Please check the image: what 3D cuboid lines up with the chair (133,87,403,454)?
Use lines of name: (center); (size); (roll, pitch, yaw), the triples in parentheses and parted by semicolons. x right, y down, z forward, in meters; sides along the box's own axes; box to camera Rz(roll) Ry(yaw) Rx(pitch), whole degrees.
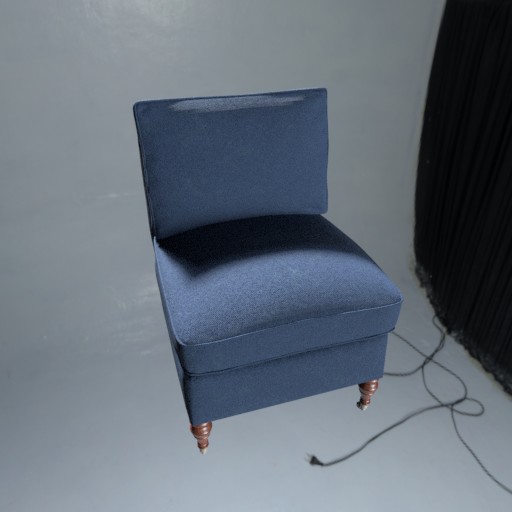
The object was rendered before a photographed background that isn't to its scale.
chair: (0.000, 0.000, 1.634); (0.724, 1.052, 0.912); (-9, 34, -14)
